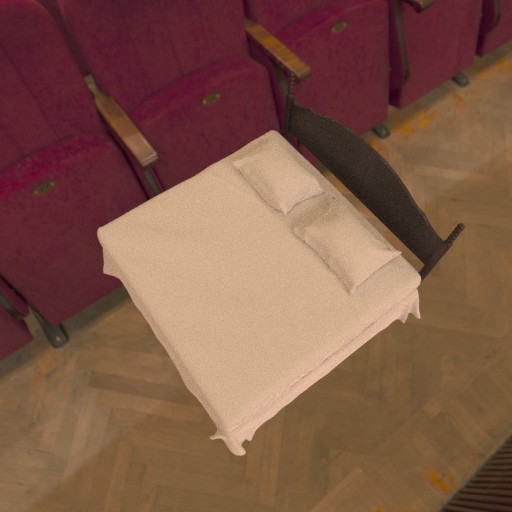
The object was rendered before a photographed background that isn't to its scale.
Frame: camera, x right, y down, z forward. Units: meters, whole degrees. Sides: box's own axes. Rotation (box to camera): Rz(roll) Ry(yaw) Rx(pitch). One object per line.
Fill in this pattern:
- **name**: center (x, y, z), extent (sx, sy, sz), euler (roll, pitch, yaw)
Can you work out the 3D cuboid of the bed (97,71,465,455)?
- **bed**: center (0.000, 0.000, 3.684), extent (2.219, 1.355, 2.322), euler (-33, 68, -16)
